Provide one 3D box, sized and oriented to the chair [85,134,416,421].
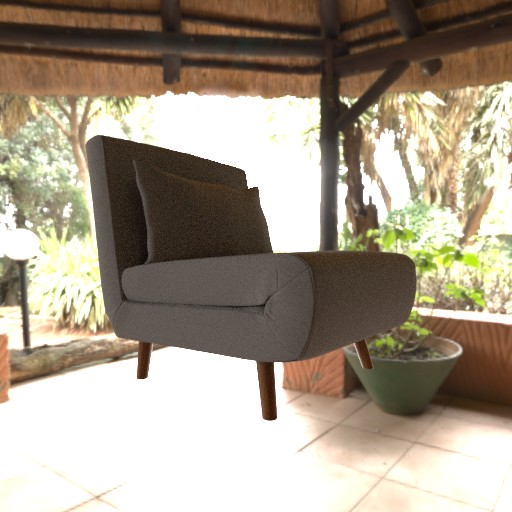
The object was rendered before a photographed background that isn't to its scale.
[{"bbox_3d":[0.000,0.000,1.529,0.902,0.808,0.770,0,0,37],"label":"chair"}]
